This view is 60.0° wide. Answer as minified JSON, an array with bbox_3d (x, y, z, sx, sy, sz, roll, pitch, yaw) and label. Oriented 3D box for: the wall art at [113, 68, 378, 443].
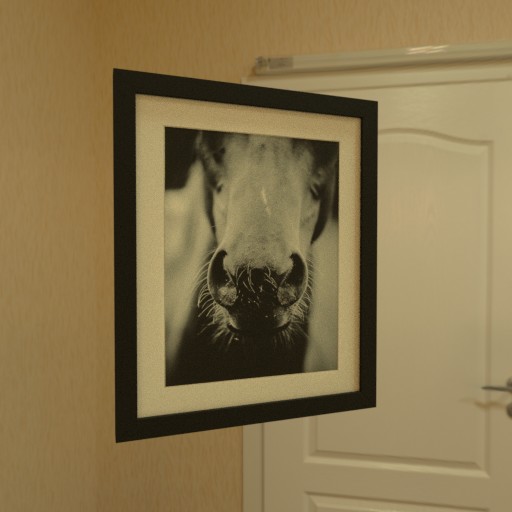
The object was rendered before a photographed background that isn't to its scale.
[{"bbox_3d":[0.000,0.000,0.750,0.457,0.559,0.033,0,1,-19],"label":"wall art"}]
